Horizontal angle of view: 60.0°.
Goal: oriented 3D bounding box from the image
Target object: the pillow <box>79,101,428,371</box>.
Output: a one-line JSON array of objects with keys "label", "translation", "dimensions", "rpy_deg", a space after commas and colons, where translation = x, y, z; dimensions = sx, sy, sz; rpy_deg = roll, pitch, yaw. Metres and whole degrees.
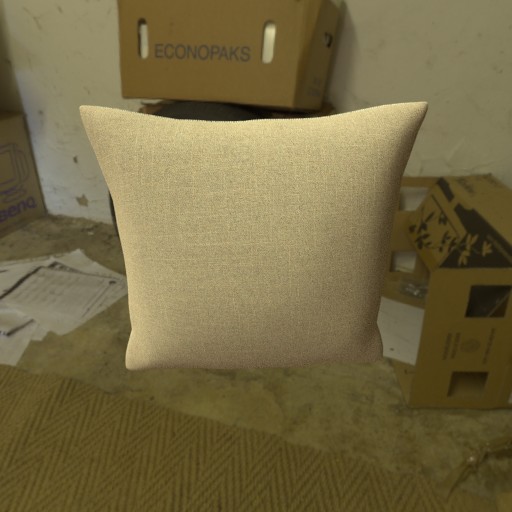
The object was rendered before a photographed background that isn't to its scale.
[{"label": "pillow", "translation": [0.000, 0.000, 0.762], "dimensions": [0.512, 0.506, 0.178], "rpy_deg": [-1, 30, -3]}]
